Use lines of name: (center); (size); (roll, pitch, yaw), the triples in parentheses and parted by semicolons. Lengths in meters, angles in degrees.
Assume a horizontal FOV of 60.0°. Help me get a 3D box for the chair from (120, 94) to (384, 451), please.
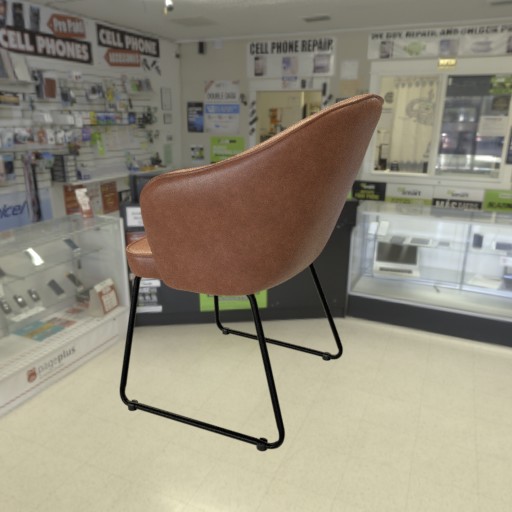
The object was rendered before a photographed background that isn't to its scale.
chair: (0.000, 0.000, 1.163); (0.580, 0.785, 0.582); (9, 19, 25)
